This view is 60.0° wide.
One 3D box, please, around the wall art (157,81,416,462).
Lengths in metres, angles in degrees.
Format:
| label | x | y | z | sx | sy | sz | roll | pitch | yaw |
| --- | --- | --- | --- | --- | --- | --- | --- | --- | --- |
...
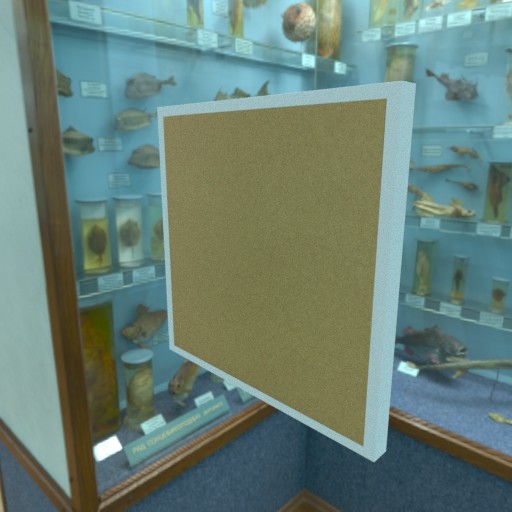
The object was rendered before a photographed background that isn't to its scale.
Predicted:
| label | x | y | z | sx | sy | sz | roll | pitch | yaw |
| --- | --- | --- | --- | --- | --- | --- | --- | --- | --- |
| wall art | 0.000 | 0.000 | 0.455 | 0.020 | 0.307 | 0.307 | -13 | 19 | -43 |
